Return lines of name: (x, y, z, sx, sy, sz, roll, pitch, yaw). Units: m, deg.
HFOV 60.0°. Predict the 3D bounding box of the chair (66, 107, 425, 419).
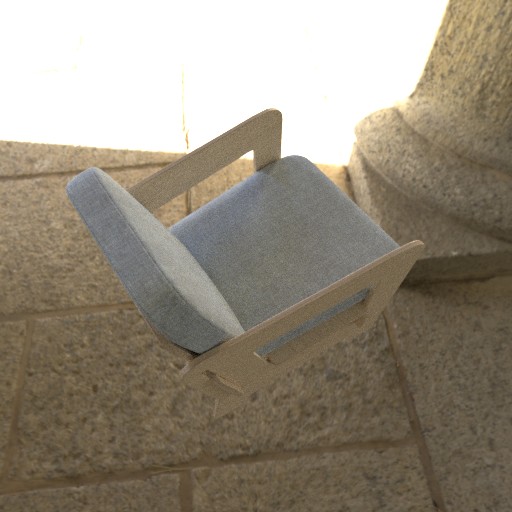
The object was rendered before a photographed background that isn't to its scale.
chair: (0.000, 0.000, 1.237, 0.710, 0.800, 0.590, -31, 64, -18)
